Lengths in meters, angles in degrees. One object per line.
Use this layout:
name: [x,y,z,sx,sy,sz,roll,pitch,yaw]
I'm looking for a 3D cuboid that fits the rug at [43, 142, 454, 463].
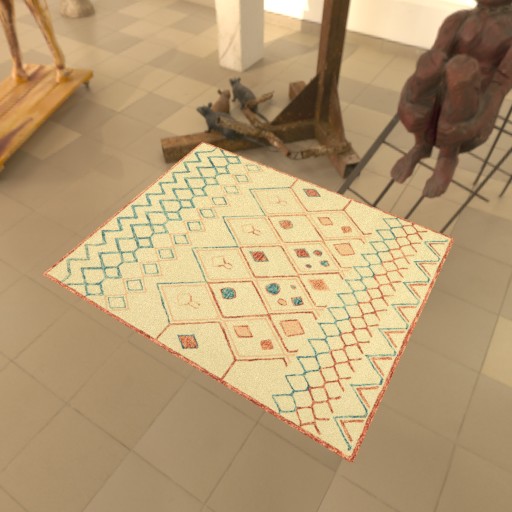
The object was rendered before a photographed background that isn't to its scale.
rug: [0.000,0.000,4.178,3.050,0.016,2.441,25,54,20]
